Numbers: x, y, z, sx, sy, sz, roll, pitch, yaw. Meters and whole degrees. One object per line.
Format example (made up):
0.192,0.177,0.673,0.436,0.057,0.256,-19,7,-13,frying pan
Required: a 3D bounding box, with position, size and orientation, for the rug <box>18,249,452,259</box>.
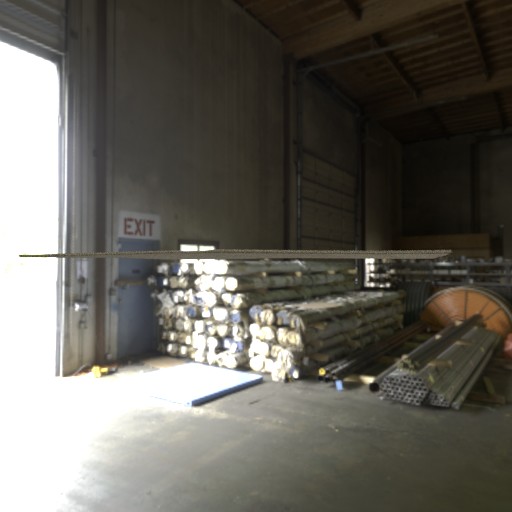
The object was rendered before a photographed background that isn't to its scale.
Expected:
0.000,0.000,4.695,3.626,0.051,2.757,0,-1,20,rug
